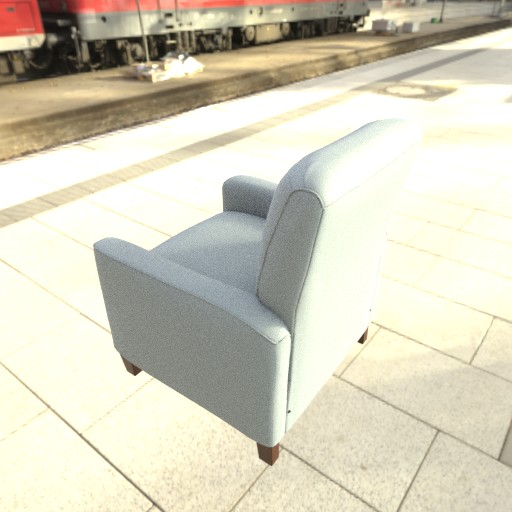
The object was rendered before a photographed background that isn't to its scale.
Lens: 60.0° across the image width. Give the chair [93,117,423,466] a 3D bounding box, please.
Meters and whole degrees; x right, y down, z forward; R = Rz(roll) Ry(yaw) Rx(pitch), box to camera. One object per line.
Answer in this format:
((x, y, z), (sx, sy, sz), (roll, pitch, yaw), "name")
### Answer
((0.000, 0.000, 1.622), (0.846, 1.007, 0.853), (21, 37, 30), "chair")
